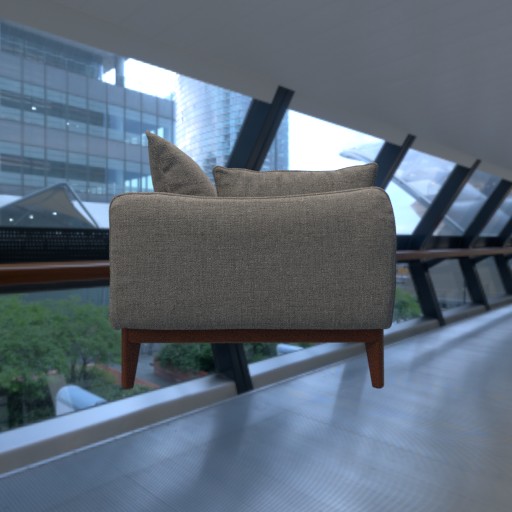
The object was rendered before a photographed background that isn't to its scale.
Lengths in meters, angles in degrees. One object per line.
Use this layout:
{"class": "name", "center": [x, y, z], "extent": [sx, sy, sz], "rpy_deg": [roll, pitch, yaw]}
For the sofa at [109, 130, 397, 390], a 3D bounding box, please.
{"class": "sofa", "center": [0.000, 0.000, 2.164], "extent": [0.972, 0.851, 1.580], "rpy_deg": [0, 0, -1]}
